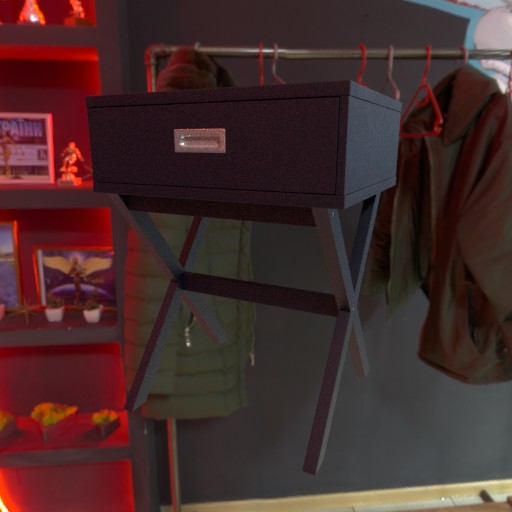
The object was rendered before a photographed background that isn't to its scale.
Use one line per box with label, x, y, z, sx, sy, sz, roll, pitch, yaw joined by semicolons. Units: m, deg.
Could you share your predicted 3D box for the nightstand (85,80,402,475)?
nightstand;0.000;0.000;0.933;0.479;0.623;0.402;7;16;26
